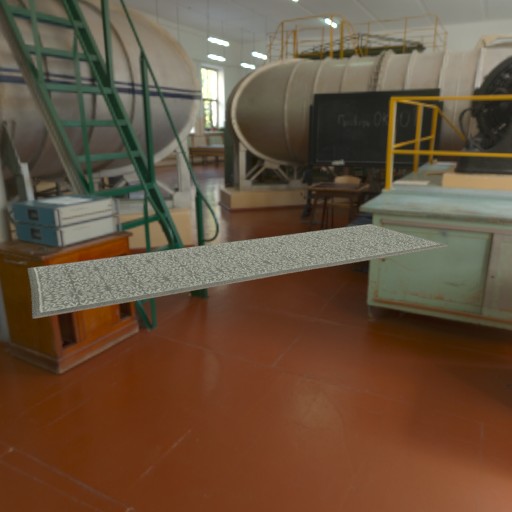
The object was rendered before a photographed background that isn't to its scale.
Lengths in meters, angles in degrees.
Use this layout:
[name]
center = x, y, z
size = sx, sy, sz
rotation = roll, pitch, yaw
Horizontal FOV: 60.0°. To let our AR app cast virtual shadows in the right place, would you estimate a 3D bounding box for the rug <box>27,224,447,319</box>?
[rug]
center = 0.000, 0.000, 2.392
size = 2.196, 0.011, 0.662
rotation = -8, 18, -27
